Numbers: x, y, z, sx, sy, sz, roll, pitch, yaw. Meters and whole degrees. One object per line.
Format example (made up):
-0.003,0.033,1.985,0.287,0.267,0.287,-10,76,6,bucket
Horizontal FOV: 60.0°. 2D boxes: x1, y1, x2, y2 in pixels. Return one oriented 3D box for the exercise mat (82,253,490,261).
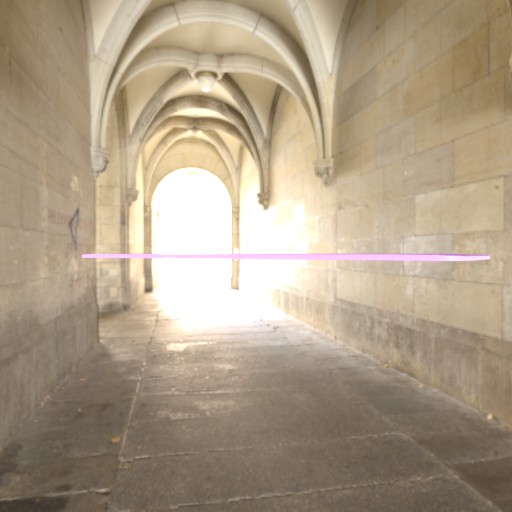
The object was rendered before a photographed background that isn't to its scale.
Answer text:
0.000,0.000,2.051,1.869,0.021,0.616,0,0,35,exercise mat
